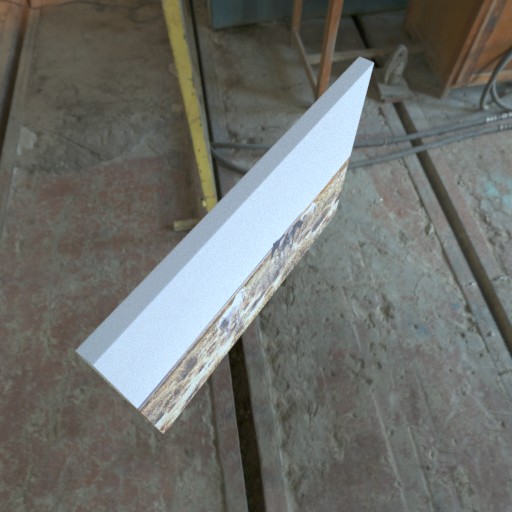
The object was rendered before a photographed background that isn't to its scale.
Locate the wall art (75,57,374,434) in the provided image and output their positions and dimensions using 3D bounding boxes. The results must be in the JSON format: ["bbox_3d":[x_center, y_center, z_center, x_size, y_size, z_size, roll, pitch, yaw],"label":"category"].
[{"bbox_3d":[0.000,0.000,1.421,0.051,0.761,1.138,32,64,18],"label":"wall art"}]
